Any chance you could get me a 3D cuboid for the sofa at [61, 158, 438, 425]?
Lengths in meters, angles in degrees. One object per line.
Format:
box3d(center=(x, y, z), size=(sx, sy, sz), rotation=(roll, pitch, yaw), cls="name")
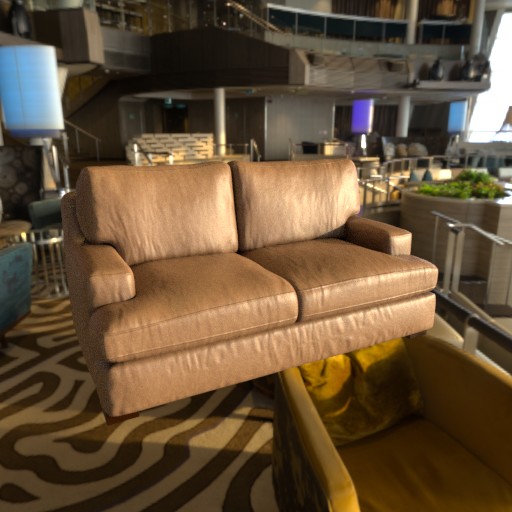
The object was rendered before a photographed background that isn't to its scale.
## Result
box3d(center=(0.000, 0.000, 2.403), size=(1.855, 0.980, 0.962), rotation=(-8, 17, -27), cls="sofa")
